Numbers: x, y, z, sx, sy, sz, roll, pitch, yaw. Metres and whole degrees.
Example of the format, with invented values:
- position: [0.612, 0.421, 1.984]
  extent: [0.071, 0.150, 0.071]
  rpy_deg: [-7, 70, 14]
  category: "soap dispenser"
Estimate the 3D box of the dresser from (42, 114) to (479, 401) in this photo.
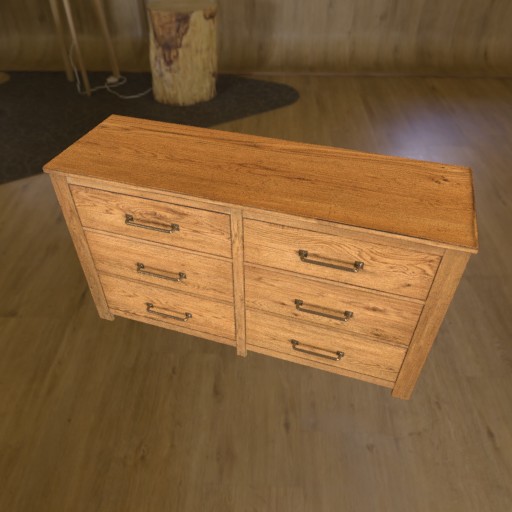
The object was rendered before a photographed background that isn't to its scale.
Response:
- position: [0.000, 0.000, 2.085]
  extent: [1.657, 0.932, 0.563]
  rpy_deg: [12, 43, 13]
  category: "dresser"
